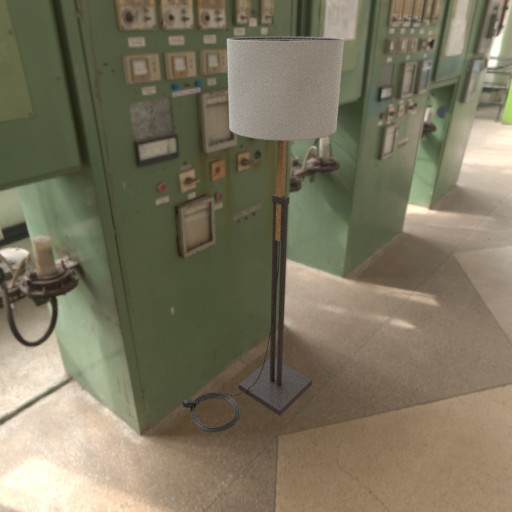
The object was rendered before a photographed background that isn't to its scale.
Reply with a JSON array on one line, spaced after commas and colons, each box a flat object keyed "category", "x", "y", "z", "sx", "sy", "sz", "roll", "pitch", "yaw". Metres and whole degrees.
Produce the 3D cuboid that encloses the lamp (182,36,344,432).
[{"category": "lamp", "x": 0.000, "y": 0.000, "z": 1.879, "sx": 0.474, "sy": 1.650, "sz": 0.639, "roll": 22, "pitch": 35, "yaw": 35}]
